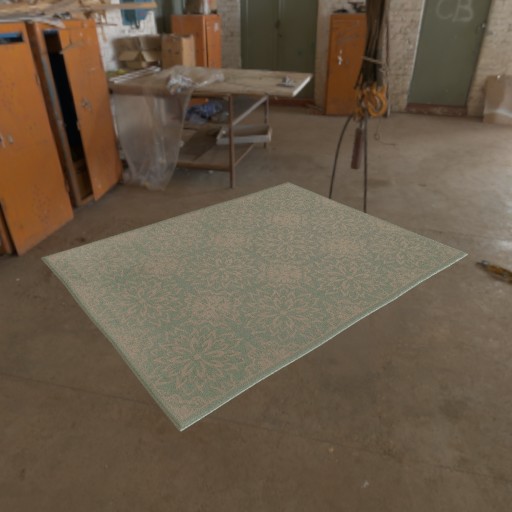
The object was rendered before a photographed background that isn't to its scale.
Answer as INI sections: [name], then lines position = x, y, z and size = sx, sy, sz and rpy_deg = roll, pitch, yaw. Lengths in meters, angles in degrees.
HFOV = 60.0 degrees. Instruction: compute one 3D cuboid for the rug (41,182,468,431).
[rug]
position = 0.000, 0.000, 3.946
size = 2.980, 0.012, 2.363
rpy_deg = -22, 37, -33
